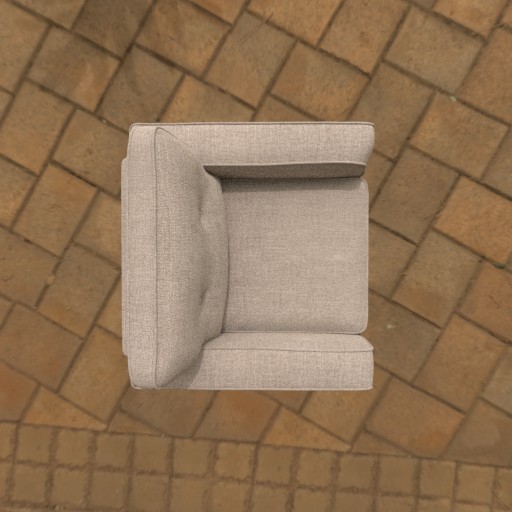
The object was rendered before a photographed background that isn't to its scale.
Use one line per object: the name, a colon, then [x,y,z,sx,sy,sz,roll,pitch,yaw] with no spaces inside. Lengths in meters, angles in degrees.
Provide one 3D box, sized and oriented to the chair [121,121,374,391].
chair: [0.000,0.000,1.808,0.939,0.965,1.015,0,91,1]
